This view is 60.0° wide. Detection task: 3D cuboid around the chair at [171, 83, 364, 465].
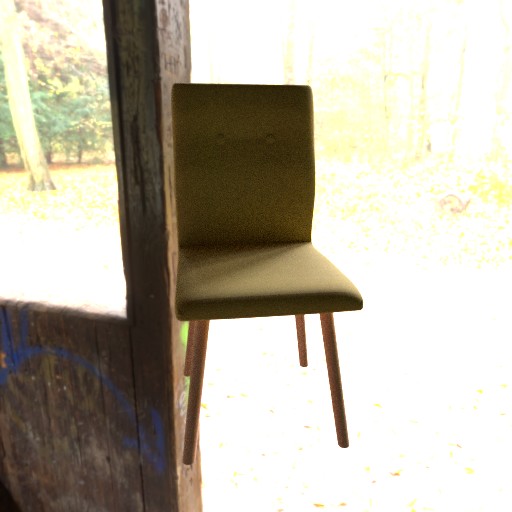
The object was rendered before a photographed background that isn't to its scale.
[{"bbox_3d":[0.000,0.000,1.257,0.450,0.965,0.550,-2,16,-8],"label":"chair"}]
